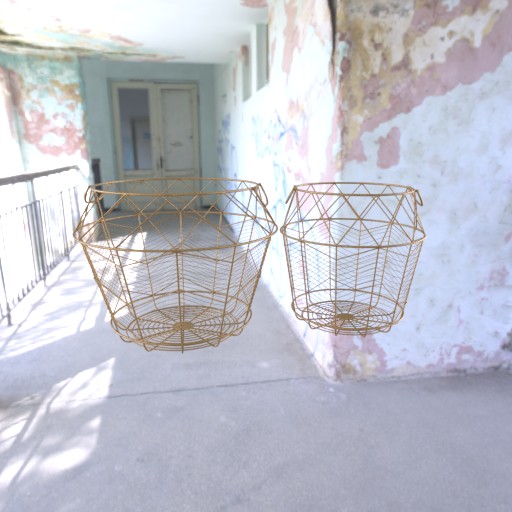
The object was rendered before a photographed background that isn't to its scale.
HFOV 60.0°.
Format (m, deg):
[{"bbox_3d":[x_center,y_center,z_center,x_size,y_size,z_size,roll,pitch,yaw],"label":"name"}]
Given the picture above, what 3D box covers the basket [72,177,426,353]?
[{"bbox_3d":[0.000,0.000,1.052,0.805,0.343,0.451,-2,15,-8],"label":"basket"}]
